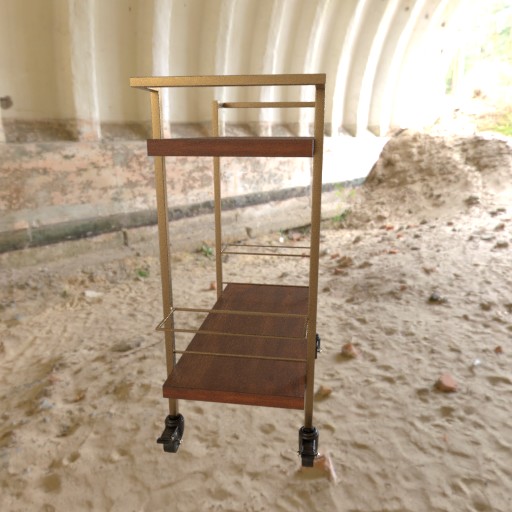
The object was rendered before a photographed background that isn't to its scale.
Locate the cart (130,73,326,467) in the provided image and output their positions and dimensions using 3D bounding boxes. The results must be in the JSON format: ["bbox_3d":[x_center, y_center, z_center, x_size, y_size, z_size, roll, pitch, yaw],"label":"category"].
[{"bbox_3d":[0.000,0.000,1.165,0.364,0.807,0.695,2,16,8],"label":"cart"}]
